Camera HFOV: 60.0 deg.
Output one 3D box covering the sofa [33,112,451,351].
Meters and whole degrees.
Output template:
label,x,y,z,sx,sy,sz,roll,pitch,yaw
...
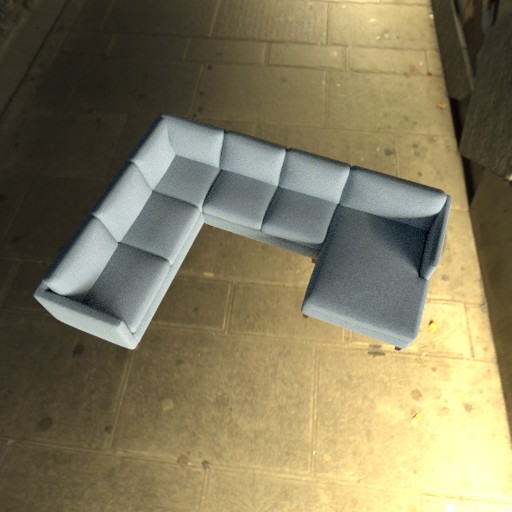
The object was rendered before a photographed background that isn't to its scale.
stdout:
label,x,y,z,sx,sy,sz,roll,pitch,yaw
sofa,0.000,0.000,4.485,3.403,0.889,2.551,18,61,11
